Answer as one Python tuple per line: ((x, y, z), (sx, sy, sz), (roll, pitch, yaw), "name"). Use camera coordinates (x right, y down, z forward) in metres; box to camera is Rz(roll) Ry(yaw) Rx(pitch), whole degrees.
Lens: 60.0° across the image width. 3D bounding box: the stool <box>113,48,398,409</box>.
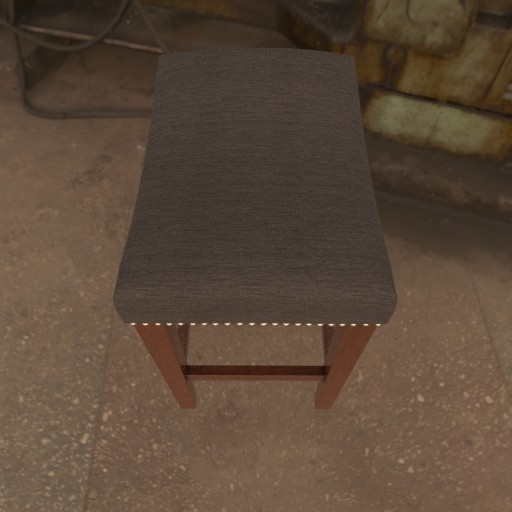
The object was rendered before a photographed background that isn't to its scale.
((0.000, 0.000, 0.930), (0.372, 0.654, 0.504), (0, 59, 0), "stool")
